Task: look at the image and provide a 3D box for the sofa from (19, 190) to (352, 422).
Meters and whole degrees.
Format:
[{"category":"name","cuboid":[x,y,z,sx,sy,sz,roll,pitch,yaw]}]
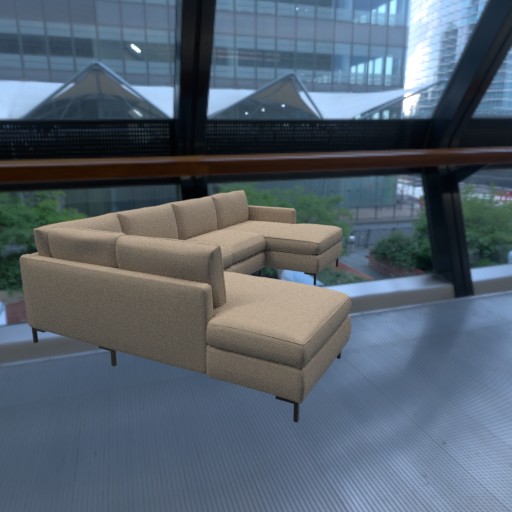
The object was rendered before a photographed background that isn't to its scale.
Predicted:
[{"category":"sofa","cuboid":[0.000,0.000,3.466,1.879,0.756,2.737,7,16,26]}]
